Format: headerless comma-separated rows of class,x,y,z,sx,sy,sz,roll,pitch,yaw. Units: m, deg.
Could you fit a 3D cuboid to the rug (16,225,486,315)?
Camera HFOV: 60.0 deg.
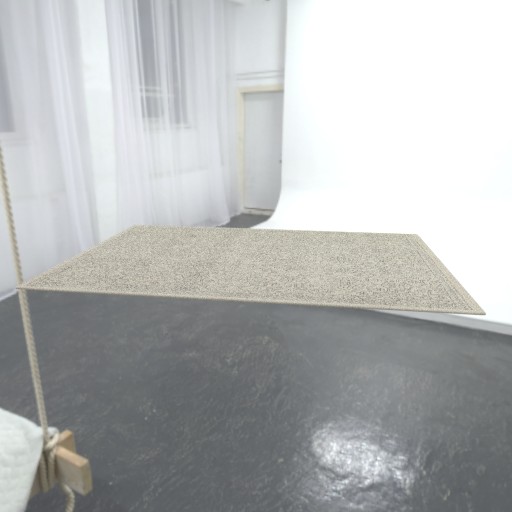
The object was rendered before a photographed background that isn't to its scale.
rug,0.000,0.000,2.840,2.286,0.011,1.524,2,17,8
